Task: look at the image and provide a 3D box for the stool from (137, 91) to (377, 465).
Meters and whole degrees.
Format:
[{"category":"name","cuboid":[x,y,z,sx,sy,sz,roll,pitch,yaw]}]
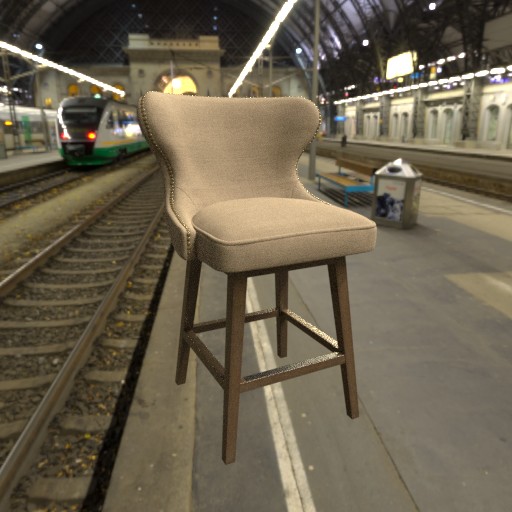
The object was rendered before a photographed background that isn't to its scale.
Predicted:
[{"category":"stool","cuboid":[0.000,0.000,1.375,0.615,0.972,0.597,-8,18,-26]}]
